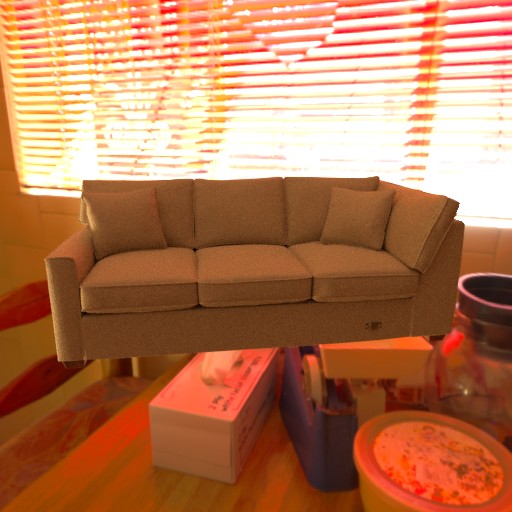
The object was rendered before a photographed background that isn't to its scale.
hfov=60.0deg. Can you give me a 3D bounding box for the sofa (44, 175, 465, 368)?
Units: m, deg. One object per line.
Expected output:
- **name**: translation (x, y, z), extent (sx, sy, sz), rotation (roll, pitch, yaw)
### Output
- **sofa**: translation (0.000, 0.000, 2.894), extent (2.317, 0.962, 1.061), rotation (-2, 15, -8)
